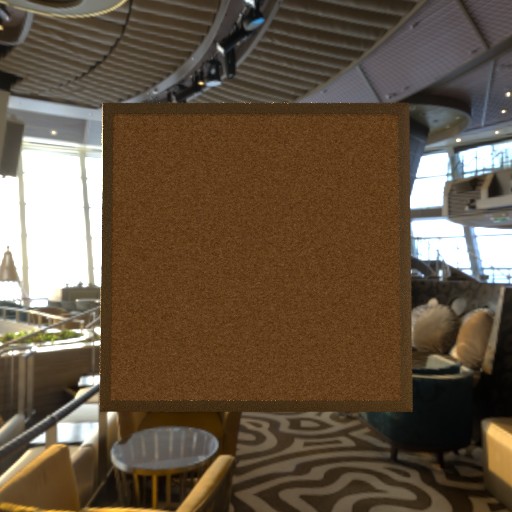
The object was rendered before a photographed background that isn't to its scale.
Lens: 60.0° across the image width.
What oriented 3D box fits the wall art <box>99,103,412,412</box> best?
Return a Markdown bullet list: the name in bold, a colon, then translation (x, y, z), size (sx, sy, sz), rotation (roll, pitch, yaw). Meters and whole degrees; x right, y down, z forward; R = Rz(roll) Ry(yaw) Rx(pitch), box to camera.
- **wall art**: translation (0.000, 0.000, 1.115), size (0.767, 0.765, 0.036), rotation (0, -2, 0)
